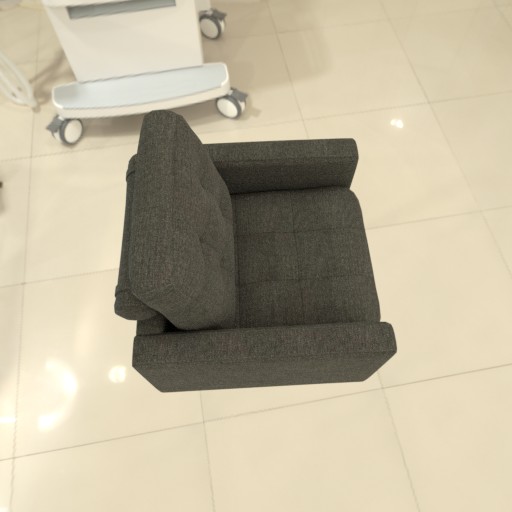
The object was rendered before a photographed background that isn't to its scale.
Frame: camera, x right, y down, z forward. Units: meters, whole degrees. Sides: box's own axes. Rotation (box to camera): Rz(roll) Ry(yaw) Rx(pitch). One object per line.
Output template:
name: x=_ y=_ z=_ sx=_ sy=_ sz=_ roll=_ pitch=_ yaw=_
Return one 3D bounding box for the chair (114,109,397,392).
chair: x=0.000 y=0.000 z=1.578 sx=0.843 sy=0.880 sz=0.821 roll=-3 pitch=63 yaw=-1
